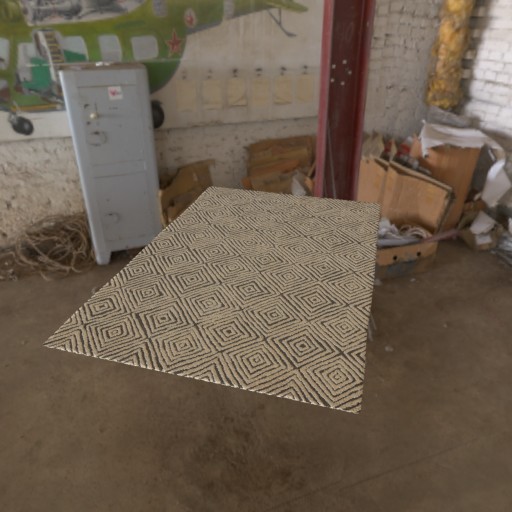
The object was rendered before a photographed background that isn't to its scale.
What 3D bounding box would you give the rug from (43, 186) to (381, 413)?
[{"bbox_3d":[0.000,0.000,2.252,1.177,0.004,1.750,8,30,14],"label":"rug"}]
